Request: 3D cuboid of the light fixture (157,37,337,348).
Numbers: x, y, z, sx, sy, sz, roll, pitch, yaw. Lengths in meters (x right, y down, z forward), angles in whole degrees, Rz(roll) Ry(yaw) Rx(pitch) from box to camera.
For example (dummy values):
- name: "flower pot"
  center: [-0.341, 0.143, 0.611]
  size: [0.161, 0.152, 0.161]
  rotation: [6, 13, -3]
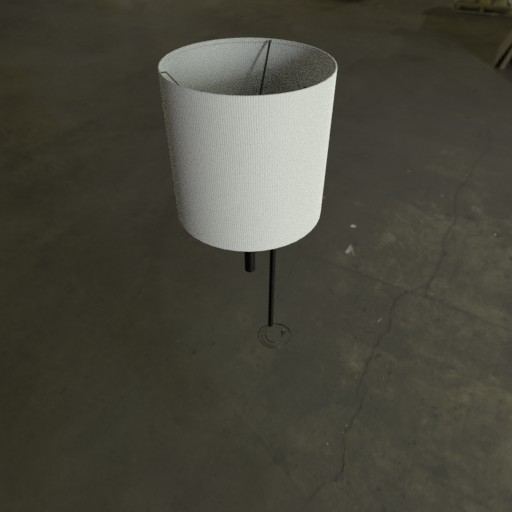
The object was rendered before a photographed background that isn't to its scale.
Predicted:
- name: "light fixture"
  center: [0.000, 0.000, 0.682]
  size: [0.188, 0.589, 0.248]
  rotation: [11, 42, 13]
